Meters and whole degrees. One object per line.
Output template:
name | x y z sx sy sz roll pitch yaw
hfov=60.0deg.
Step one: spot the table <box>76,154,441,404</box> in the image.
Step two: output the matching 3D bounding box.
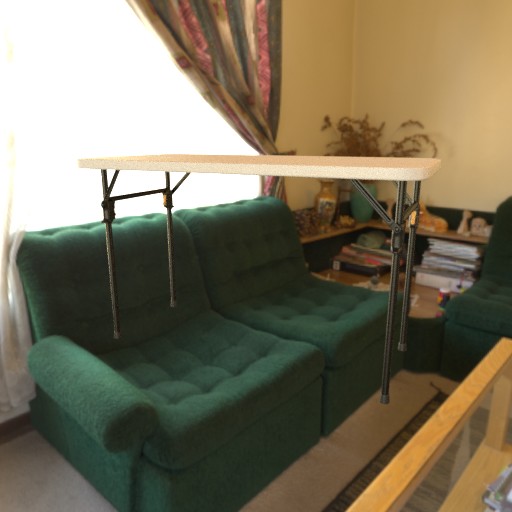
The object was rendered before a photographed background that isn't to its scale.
table | 0.000 0.000 1.695 1.219 0.729 0.610 7 16 25
